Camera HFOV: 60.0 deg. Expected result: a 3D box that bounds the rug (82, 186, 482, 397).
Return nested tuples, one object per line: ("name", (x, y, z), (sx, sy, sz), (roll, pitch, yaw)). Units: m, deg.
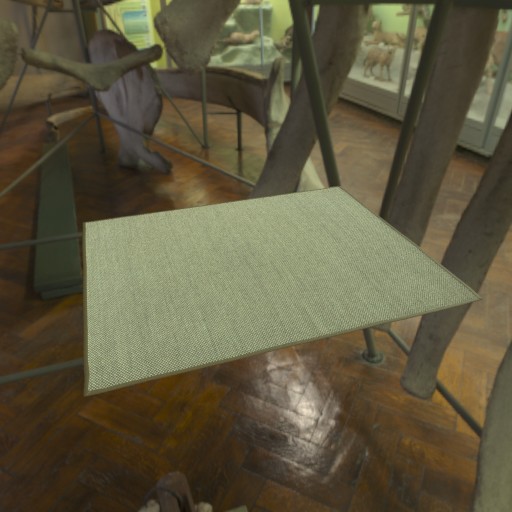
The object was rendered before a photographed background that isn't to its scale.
("rug", (0.000, 0.000, 4.080), (3.041, 0.020, 2.413), (-10, 33, -16))
